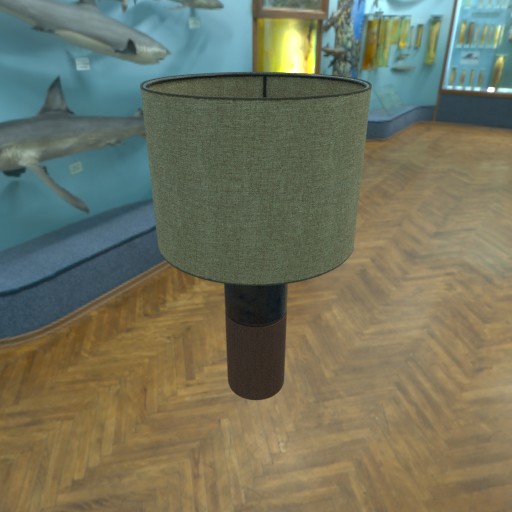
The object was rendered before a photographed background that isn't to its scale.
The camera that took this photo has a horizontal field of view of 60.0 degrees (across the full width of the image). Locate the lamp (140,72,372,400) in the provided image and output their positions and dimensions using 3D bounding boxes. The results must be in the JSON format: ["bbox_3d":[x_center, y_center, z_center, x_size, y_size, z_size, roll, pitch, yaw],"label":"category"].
[{"bbox_3d":[0.000,0.000,0.476,0.202,0.350,0.202,0,27,0],"label":"lamp"}]
